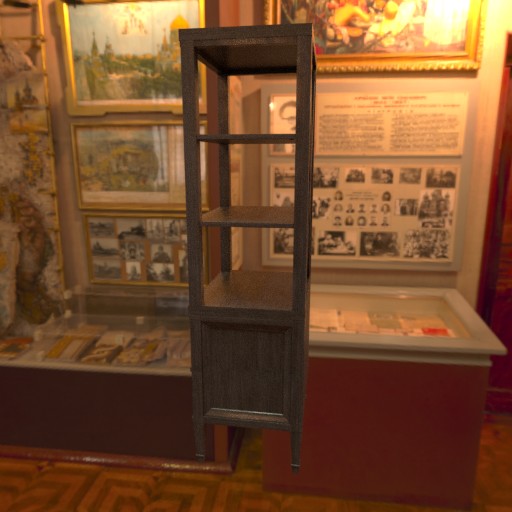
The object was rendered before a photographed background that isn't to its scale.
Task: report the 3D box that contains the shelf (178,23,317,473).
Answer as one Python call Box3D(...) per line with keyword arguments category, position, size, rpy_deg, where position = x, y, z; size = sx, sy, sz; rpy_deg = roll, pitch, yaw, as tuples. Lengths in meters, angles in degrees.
Box3D(category="shelf", position=(0.000, 0.000, 1.972), size=(0.472, 1.727, 0.584), rpy_deg=(2, 13, 9))
